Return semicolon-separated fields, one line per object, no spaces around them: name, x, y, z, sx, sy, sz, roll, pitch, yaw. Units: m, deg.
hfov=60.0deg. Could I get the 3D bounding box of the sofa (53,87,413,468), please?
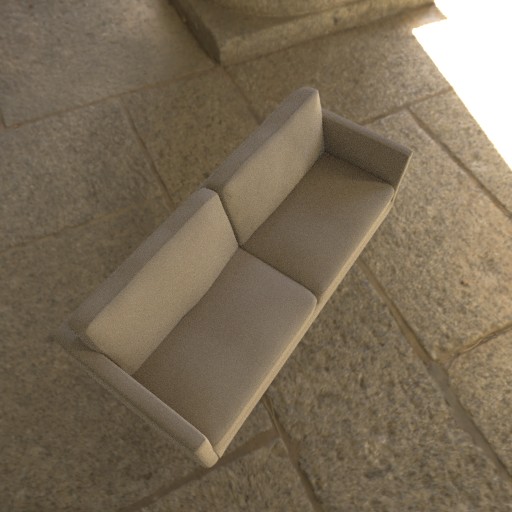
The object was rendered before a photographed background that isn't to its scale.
sofa;0.000;0.000;2.680;0.948;0.932;2.181;31;64;17
